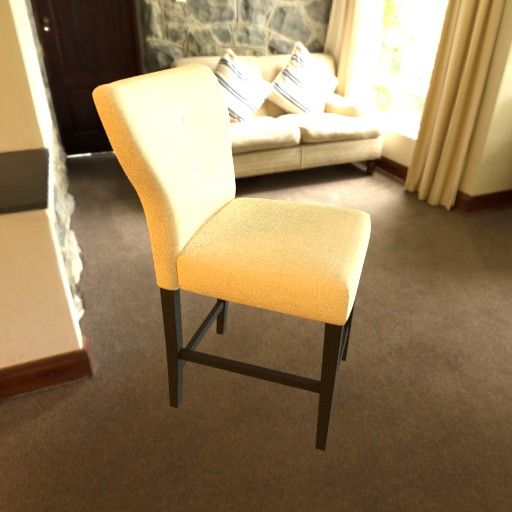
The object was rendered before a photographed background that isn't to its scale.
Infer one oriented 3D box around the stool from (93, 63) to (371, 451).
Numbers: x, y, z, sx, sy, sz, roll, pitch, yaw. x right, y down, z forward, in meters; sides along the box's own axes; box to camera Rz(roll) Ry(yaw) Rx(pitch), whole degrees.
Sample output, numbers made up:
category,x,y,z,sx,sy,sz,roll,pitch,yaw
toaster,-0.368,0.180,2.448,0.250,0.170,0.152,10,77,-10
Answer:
category,x,y,z,sx,sy,sz,roll,pitch,yaw
stool,0.000,0.000,1.283,0.603,0.972,0.514,9,31,16
